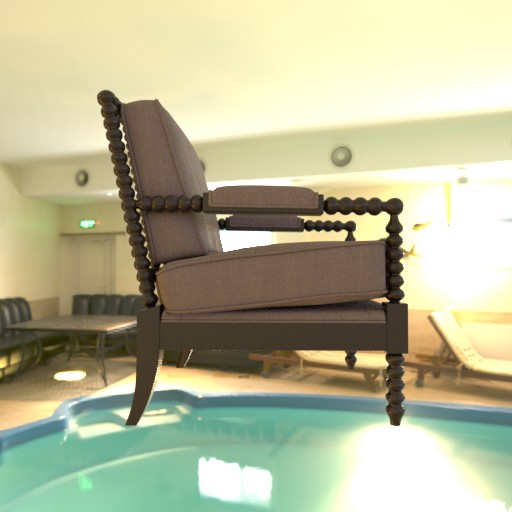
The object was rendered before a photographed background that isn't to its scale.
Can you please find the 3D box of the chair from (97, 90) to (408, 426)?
[{"bbox_3d":[0.000,0.000,1.101,0.622,0.661,0.540,0,-1,2],"label":"chair"}]
